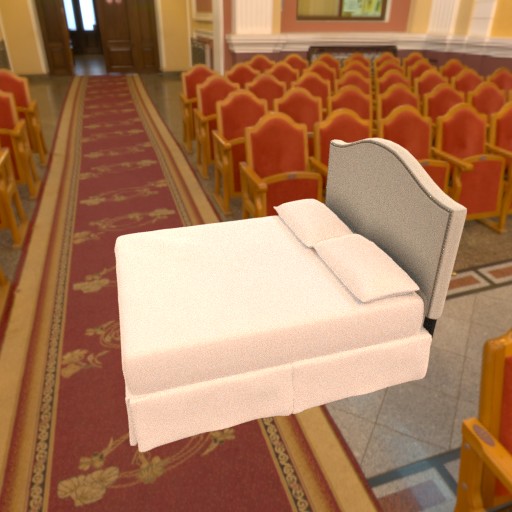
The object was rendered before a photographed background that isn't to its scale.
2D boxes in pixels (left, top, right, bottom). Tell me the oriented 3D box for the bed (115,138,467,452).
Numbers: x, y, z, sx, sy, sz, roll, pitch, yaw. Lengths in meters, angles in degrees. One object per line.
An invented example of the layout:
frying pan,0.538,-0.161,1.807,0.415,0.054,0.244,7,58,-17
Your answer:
bed,0.000,0.000,3.409,2.180,1.607,1.813,-8,30,-15
